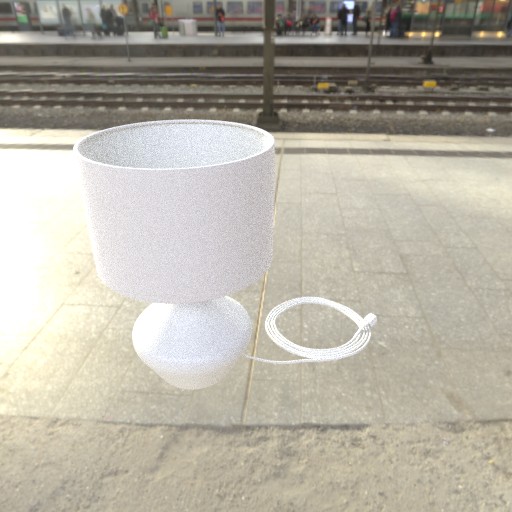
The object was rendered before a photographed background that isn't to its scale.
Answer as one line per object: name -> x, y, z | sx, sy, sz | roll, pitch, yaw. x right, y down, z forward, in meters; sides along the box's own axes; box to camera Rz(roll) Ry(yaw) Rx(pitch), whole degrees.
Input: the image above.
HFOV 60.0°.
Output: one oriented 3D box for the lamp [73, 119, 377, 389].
lamp -> 0.000, 0.000, 0.835 | 0.546, 0.457, 0.401 | 1, 29, 2
